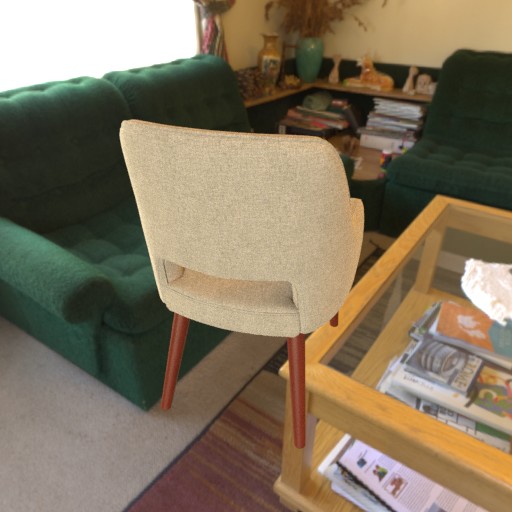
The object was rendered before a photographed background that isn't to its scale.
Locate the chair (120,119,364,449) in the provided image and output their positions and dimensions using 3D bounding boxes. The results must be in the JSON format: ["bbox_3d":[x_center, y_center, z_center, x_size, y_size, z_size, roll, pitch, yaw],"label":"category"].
[{"bbox_3d":[0.000,0.000,1.230,0.548,0.849,0.605,10,33,15],"label":"chair"}]
